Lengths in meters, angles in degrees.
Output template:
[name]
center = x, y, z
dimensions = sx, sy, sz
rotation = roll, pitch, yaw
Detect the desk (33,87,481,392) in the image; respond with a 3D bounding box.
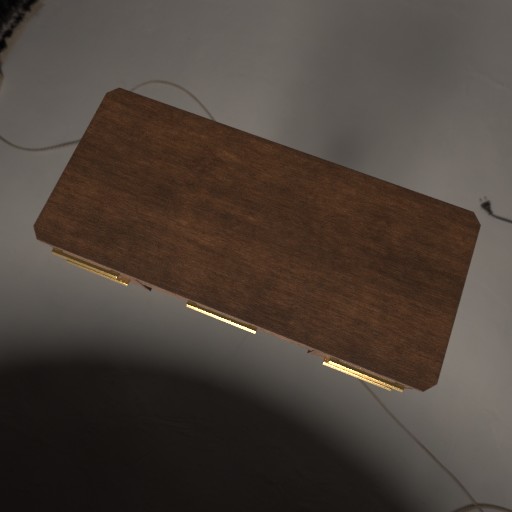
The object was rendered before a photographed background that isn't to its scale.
[desk]
center = 0.000, 0.000, 1.939
dimensions = 1.479, 0.762, 0.684
rotation = 21, 76, 5
